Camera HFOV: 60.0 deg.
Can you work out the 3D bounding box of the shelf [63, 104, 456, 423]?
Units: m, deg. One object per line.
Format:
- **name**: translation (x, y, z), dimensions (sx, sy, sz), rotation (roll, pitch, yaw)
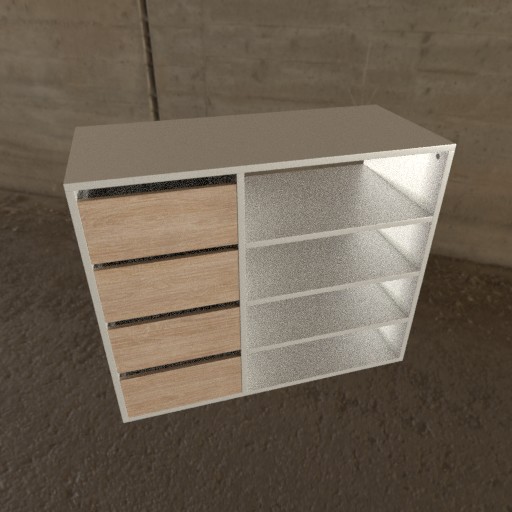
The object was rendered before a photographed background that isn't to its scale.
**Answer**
- **shelf**: translation (0.000, 0.000, 1.327), dimensions (0.895, 0.732, 0.396), rotation (-9, 34, -13)
